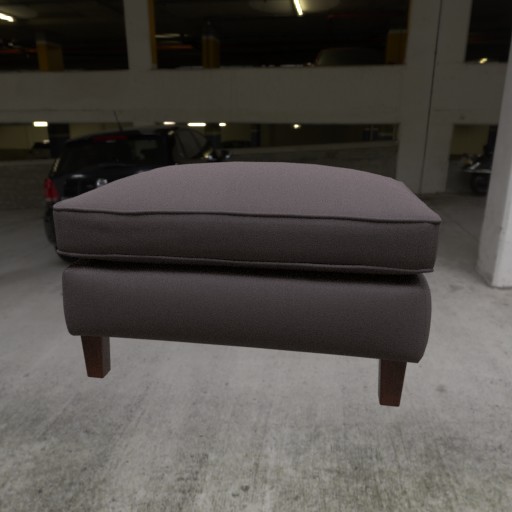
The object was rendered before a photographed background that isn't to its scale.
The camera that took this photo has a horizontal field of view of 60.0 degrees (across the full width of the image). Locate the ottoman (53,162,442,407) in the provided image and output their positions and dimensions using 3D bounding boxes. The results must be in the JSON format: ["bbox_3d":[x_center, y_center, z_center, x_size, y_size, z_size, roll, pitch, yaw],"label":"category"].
[{"bbox_3d":[0.000,0.000,0.991,0.686,0.406,0.508,3,17,9],"label":"ottoman"}]
